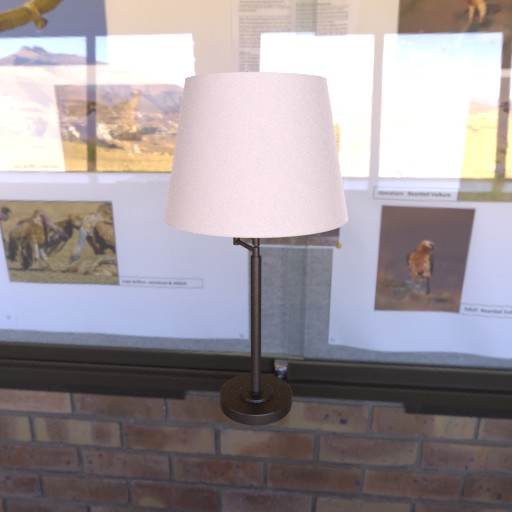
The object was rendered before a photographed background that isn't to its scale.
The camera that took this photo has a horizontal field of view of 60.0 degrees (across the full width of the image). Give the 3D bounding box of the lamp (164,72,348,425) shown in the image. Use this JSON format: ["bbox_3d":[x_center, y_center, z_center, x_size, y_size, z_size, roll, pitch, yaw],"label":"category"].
[{"bbox_3d":[0.000,0.000,0.912,0.363,0.696,0.363,0,16,0],"label":"lamp"}]
